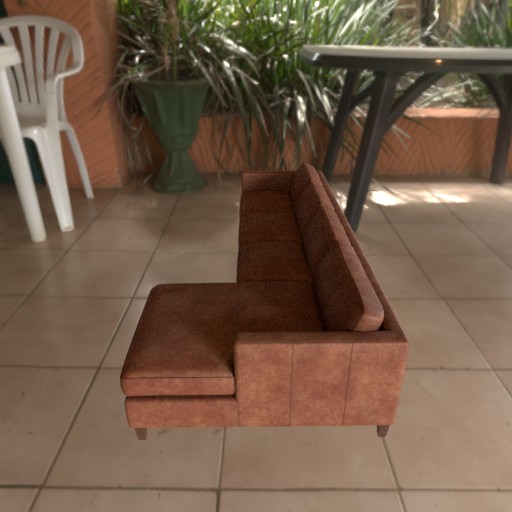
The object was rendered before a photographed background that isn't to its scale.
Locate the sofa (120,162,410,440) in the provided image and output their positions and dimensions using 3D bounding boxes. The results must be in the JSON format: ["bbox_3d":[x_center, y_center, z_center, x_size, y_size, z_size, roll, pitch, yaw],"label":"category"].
[{"bbox_3d":[0.000,0.000,3.866,1.581,0.883,3.203,0,27,-1],"label":"sofa"}]
